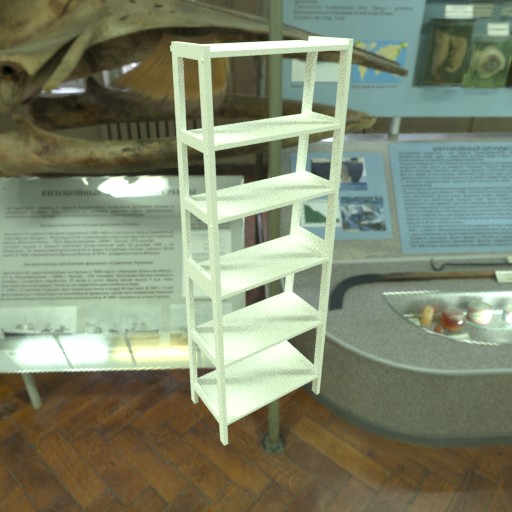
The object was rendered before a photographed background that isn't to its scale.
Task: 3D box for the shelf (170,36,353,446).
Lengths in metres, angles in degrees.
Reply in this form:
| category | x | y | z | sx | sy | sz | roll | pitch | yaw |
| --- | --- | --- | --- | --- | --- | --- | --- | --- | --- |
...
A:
| category | x | y | z | sx | sy | sz | roll | pitch | yaw |
| --- | --- | --- | --- | --- | --- | --- | --- | --- | --- |
| shelf | 0.000 | 0.000 | 2.152 | 0.660 | 1.892 | 0.381 | -18 | 34 | -29 |
